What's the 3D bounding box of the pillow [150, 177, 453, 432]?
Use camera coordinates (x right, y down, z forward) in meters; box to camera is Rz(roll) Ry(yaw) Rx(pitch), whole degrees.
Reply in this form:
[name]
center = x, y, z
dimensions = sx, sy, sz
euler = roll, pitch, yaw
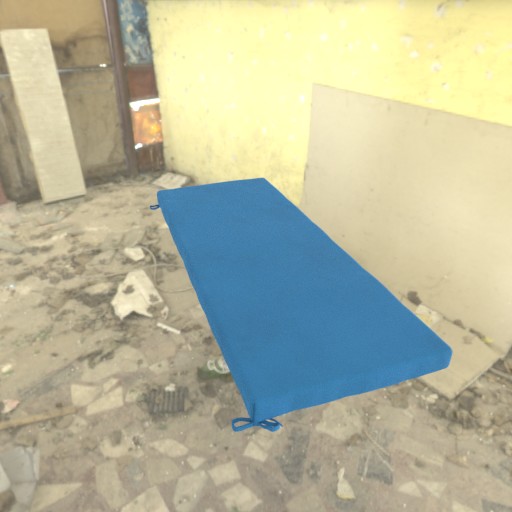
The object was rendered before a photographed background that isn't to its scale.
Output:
[pillow]
center = 0.000, 0.000, 1.344
dimensions = 0.492, 0.081, 1.187
euler = -10, 31, -17
